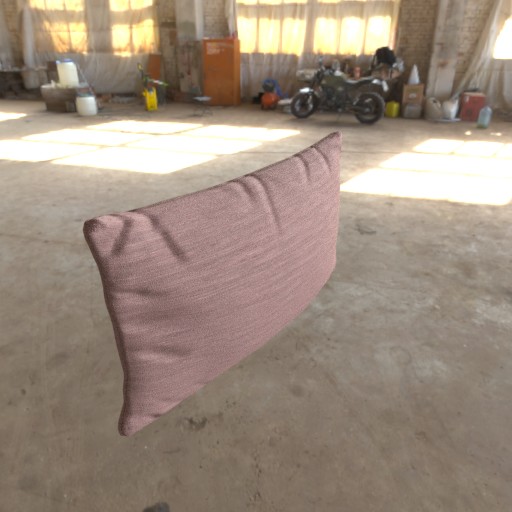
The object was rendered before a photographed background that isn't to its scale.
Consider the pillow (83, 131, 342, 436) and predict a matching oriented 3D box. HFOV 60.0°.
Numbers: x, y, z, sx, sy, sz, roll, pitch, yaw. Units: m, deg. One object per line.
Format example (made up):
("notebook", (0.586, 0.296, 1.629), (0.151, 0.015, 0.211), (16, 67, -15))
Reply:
("pillow", (0.000, 0.000, 0.788), (0.210, 0.338, 0.633), (18, 32, 31))
